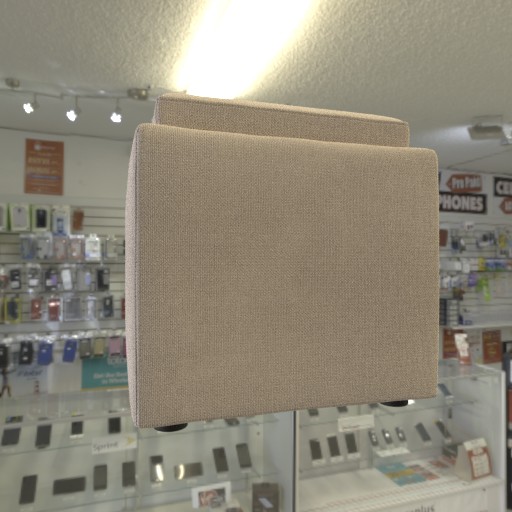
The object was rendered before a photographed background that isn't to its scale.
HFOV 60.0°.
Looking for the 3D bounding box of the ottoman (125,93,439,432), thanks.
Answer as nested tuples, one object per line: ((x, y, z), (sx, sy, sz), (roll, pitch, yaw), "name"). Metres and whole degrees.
((0.000, 0.000, 0.801), (0.451, 0.460, 0.450), (0, -1, -17), "ottoman")
